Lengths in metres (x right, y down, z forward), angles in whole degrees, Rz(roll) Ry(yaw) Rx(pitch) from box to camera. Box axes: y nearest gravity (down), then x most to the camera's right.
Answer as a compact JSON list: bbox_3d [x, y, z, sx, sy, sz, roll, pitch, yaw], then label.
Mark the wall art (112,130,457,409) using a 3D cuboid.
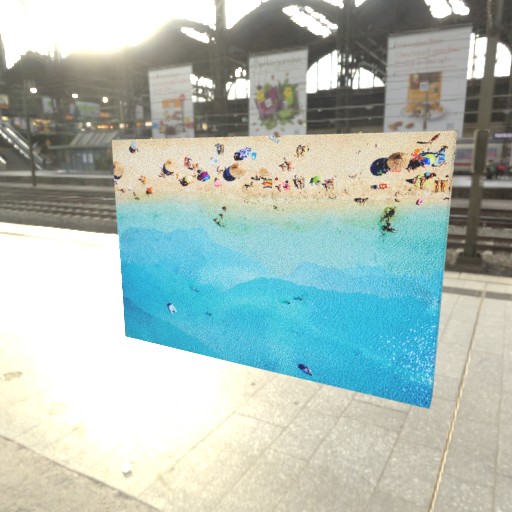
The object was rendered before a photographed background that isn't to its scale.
[{"bbox_3d":[0.000,0.000,1.143,0.894,0.595,0.057,6,14,27],"label":"wall art"}]
